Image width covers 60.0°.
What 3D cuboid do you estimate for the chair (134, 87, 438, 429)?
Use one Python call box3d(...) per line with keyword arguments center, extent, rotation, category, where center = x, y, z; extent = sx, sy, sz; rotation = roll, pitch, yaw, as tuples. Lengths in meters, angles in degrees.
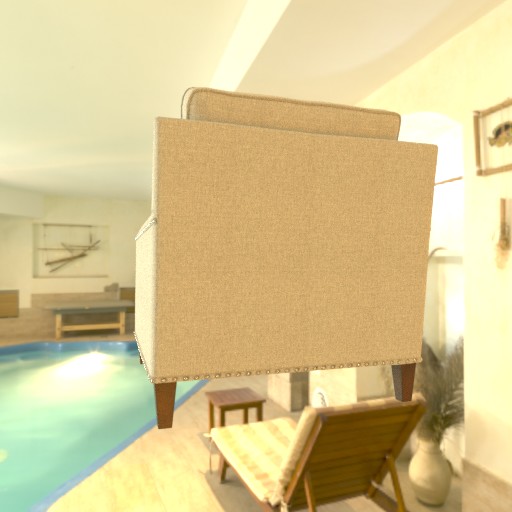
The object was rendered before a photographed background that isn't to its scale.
box3d(center=(0.000, 0.000, 1.683), extent=(0.853, 0.943, 1.014), rotation=(0, -1, -18), category="chair")
